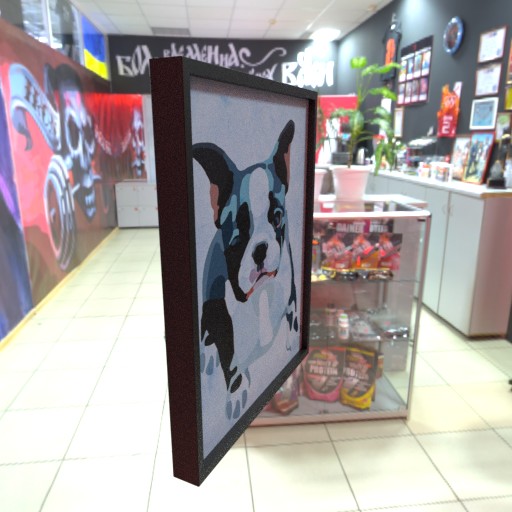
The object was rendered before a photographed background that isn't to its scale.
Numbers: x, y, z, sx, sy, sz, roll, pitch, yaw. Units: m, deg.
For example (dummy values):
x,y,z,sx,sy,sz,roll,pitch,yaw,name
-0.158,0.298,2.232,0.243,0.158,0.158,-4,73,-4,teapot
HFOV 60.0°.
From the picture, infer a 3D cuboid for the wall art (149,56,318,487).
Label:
x,y,z,sx,sy,sz,roll,pitch,yaw,name
0.000,0.000,0.496,0.030,0.369,0.294,7,17,26,wall art
